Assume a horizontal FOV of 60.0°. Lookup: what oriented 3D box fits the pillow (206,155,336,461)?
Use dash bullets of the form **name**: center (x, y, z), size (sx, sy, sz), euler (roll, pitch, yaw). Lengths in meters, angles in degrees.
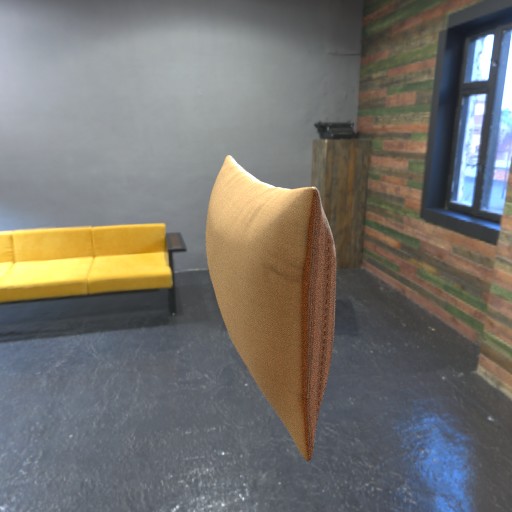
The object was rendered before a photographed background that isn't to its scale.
- **pillow**: center (0.000, 0.000, 0.719), size (0.151, 0.291, 0.608), euler (-3, 16, -10)
